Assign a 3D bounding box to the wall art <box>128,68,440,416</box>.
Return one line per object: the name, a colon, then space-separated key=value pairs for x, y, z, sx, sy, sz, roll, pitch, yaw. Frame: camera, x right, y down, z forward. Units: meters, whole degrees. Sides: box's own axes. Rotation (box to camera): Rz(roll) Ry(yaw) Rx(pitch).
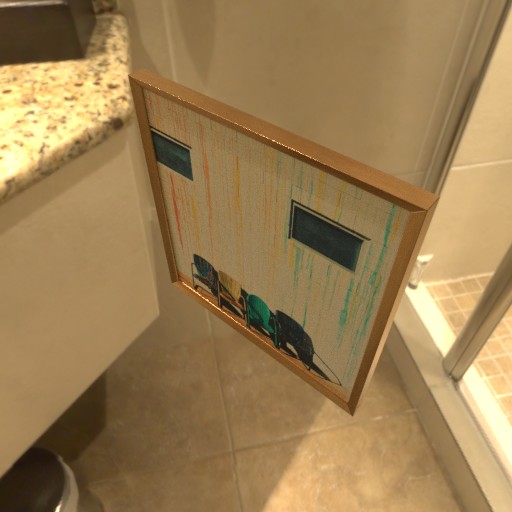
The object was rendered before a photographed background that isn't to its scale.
wall art: x=0.000 y=0.000 z=0.462 sx=0.302 sy=0.302 sz=0.019 roll=32 pitch=54 yaw=27
